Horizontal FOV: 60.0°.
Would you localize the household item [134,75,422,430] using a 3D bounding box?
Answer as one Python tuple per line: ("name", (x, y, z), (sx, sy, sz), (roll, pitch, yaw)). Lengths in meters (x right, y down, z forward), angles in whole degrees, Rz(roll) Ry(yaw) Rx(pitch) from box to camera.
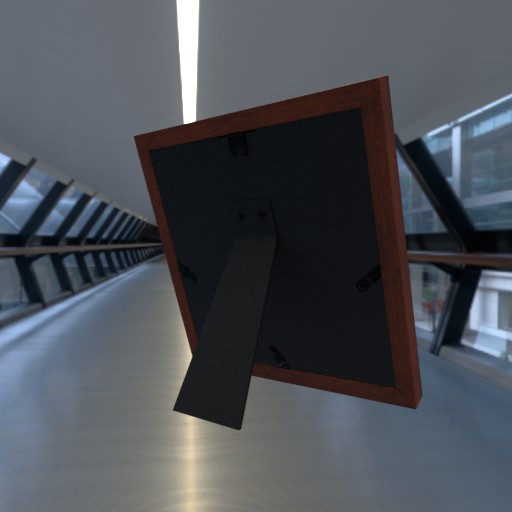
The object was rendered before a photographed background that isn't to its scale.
("household item", (0.000, 0.000, 0.377), (0.240, 0.240, 0.131), (0, 1, 36))
